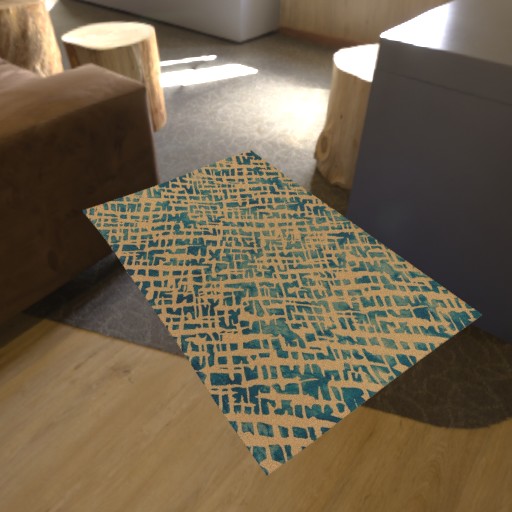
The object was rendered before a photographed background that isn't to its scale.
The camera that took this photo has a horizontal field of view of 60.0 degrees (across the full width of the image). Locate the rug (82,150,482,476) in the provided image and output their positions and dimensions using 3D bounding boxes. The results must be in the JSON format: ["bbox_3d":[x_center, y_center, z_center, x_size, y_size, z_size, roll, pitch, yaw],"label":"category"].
[{"bbox_3d":[0.000,0.000,2.296,1.209,0.011,1.830,-26,48,-25],"label":"rug"}]
